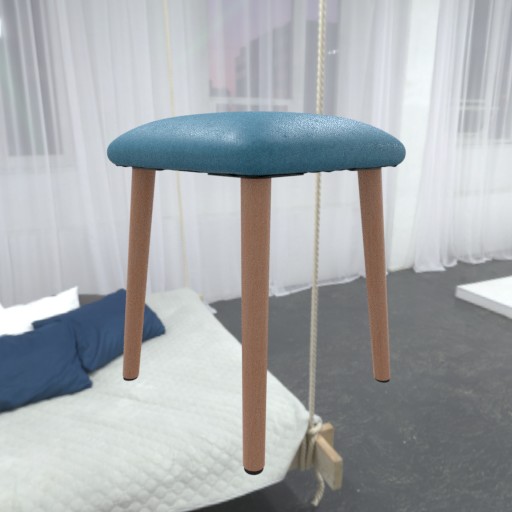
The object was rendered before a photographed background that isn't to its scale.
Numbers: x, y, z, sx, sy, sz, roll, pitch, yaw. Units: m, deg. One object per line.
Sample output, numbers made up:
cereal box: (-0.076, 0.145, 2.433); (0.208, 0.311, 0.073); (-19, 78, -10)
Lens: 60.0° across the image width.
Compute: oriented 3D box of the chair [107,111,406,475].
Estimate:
chair: (0.000, 0.000, 0.733); (0.360, 0.450, 0.360); (-14, 20, -42)
